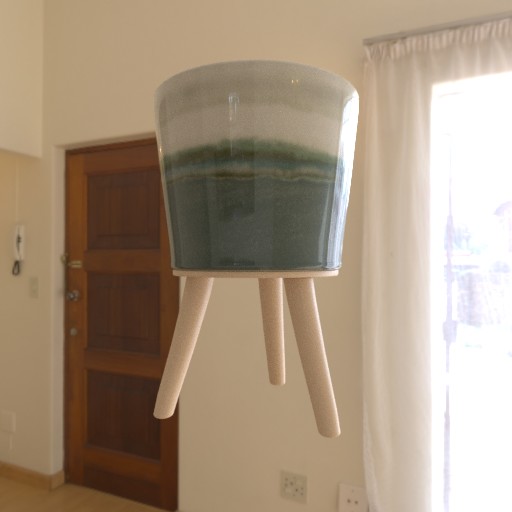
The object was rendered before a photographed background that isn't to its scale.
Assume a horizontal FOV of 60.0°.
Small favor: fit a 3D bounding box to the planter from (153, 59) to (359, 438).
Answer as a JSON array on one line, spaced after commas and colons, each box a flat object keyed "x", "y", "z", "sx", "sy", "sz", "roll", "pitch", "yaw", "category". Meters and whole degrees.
[{"x": 0.000, "y": 0.000, "z": 0.478, "sx": 0.217, "sy": 0.331, "sz": 0.217, "roll": 0, "pitch": 0, "yaw": -1, "category": "planter"}]
